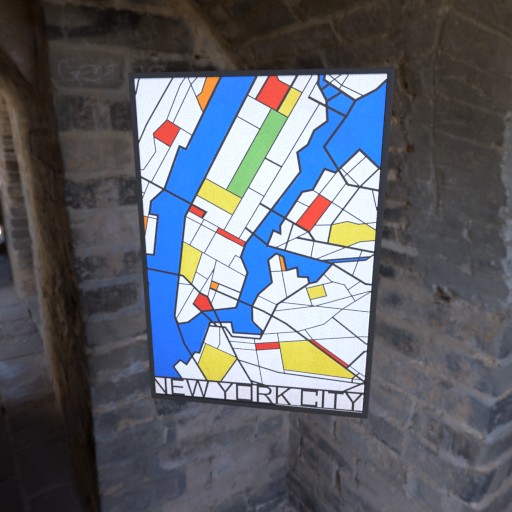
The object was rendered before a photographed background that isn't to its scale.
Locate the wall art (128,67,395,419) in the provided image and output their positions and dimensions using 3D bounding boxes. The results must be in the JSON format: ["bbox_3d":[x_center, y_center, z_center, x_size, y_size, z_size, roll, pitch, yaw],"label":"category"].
[{"bbox_3d":[0.000,0.000,0.849,0.460,0.660,0.013,2,16,9],"label":"wall art"}]
